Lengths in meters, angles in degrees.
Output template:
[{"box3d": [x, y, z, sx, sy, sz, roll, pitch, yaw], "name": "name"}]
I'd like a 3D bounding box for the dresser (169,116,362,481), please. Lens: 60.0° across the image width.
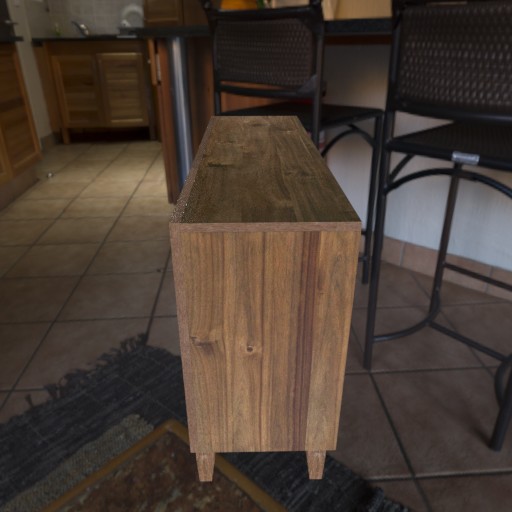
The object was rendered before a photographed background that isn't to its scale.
[{"box3d": [0.000, 0.000, 1.803, 0.446, 0.873, 1.400, -1, 27, -1], "name": "dresser"}]
